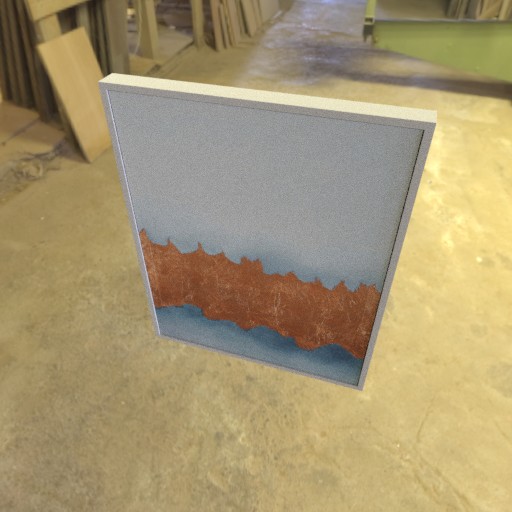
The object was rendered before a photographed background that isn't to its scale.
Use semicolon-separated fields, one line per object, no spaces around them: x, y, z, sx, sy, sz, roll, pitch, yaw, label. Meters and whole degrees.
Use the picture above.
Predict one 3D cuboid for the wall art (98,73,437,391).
0.000;0.000;0.759;0.451;0.553;0.039;12;42;13;wall art
